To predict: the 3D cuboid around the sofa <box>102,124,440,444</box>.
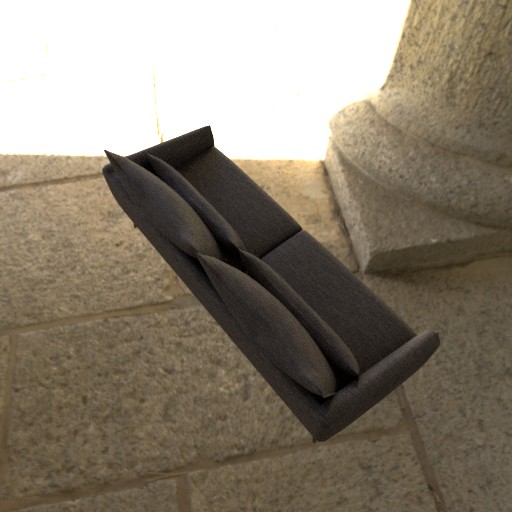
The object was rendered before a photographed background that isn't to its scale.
[{"bbox_3d":[0.000,0.000,2.509,0.807,0.843,2.019,-35,65,-19],"label":"sofa"}]
